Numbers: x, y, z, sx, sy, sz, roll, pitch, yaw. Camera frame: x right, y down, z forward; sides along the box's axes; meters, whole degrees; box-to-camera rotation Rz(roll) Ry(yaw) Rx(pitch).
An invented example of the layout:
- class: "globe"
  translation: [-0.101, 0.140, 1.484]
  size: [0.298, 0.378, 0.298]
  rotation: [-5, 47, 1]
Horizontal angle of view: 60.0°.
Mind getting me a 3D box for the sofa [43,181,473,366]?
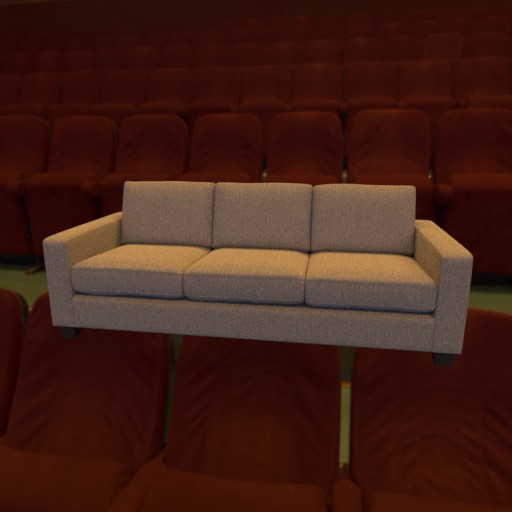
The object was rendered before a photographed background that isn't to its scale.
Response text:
- class: "sofa"
  translation: [0.000, 0.000, 2.589]
  size: [2.120, 0.800, 0.900]
  rotation: [2, 15, 9]
